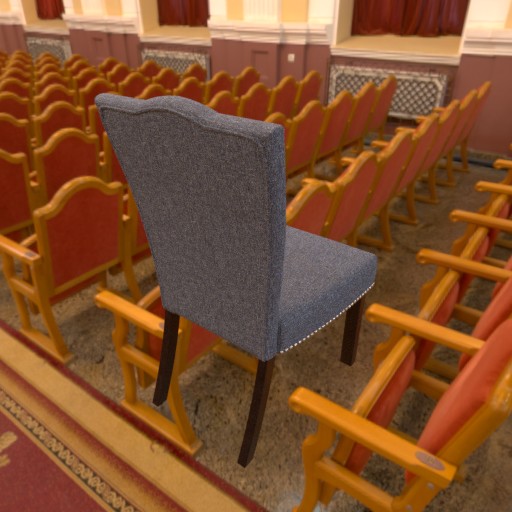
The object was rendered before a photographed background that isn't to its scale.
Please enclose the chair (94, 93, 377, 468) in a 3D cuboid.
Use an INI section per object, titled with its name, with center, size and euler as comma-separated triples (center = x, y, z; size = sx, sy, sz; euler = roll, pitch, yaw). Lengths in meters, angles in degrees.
[chair]
center = 0.000, 0.000, 1.266
size = 0.518, 0.946, 0.589
euler = 21, 36, 32
